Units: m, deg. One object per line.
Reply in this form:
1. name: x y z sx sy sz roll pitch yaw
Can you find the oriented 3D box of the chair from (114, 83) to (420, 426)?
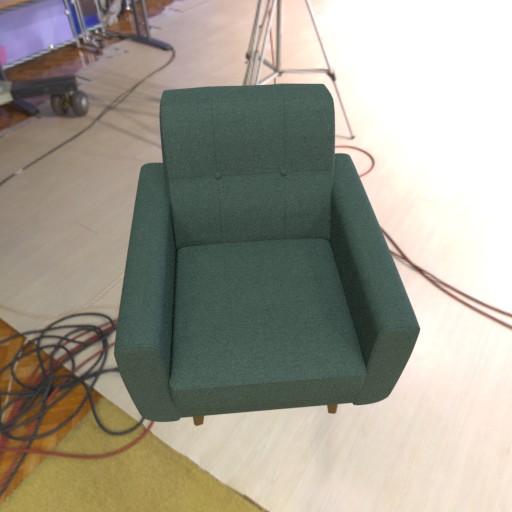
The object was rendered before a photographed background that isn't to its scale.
1. chair: 0.000 0.000 1.540 0.831 0.841 0.909 -4 46 -4
